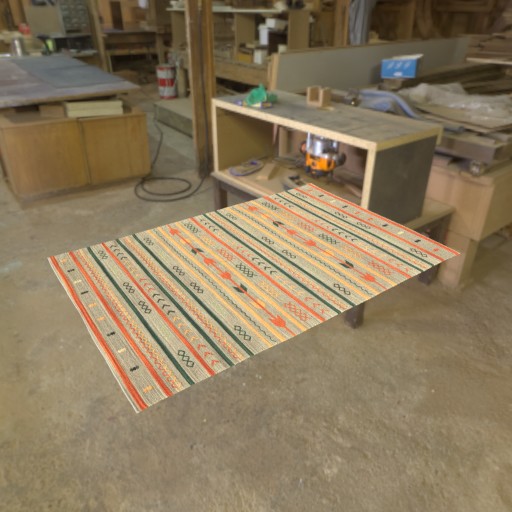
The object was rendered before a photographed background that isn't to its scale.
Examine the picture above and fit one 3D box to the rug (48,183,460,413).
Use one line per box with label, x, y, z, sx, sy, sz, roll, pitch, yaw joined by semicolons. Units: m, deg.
rug;0.000;0.000;2.357;1.835;0.017;1.220;-20;36;-30
